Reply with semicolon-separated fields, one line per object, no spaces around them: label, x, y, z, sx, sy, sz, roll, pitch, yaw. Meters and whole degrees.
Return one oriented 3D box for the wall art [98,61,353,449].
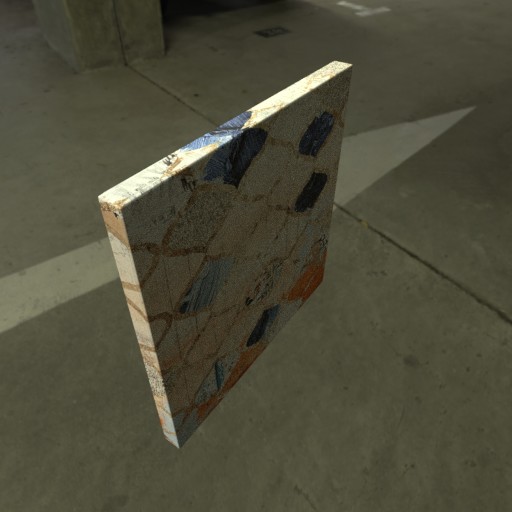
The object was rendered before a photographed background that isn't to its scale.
wall art;0.000;0.000;0.758;0.038;0.508;0.507;25;47;26
